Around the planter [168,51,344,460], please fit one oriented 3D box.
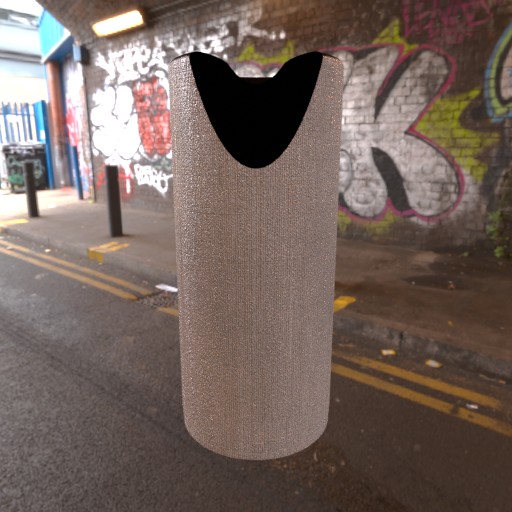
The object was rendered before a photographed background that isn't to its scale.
[{"bbox_3d":[0.000,0.000,0.128,0.045,0.103,0.045,-2,14,-9],"label":"planter"}]
